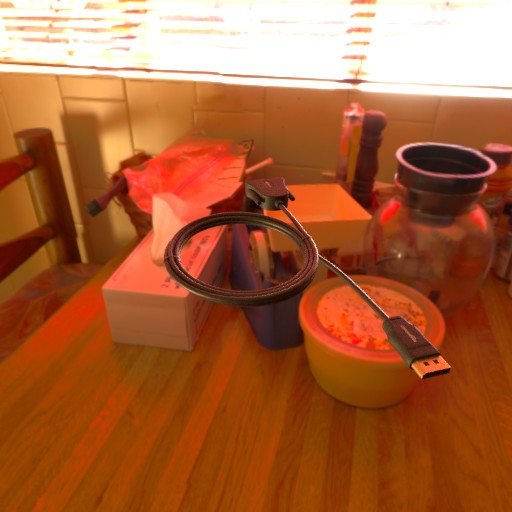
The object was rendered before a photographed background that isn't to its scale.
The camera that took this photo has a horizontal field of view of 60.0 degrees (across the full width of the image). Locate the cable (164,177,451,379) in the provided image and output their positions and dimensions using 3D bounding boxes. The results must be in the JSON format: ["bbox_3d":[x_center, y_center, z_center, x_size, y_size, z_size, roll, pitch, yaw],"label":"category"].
[{"bbox_3d":[0.000,0.000,0.334,0.136,0.015,0.281,-8,32,-14],"label":"cable"}]
